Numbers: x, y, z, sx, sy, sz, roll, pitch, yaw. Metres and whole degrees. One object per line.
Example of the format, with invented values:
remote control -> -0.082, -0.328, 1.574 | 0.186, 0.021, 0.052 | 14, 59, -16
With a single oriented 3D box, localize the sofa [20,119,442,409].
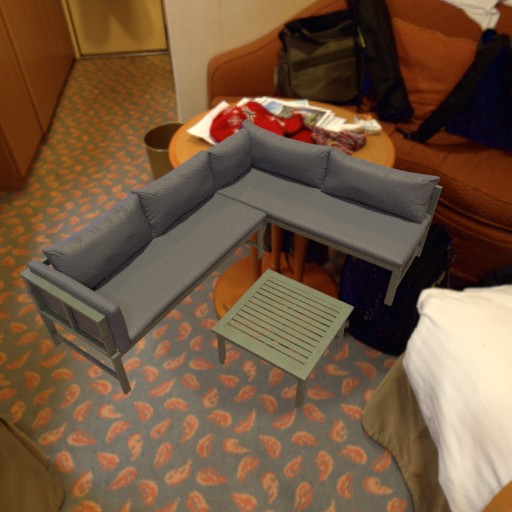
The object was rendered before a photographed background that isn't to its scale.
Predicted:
sofa -> 0.000, 0.000, 2.881 | 1.658, 0.762, 2.149 | 24, 46, 25
